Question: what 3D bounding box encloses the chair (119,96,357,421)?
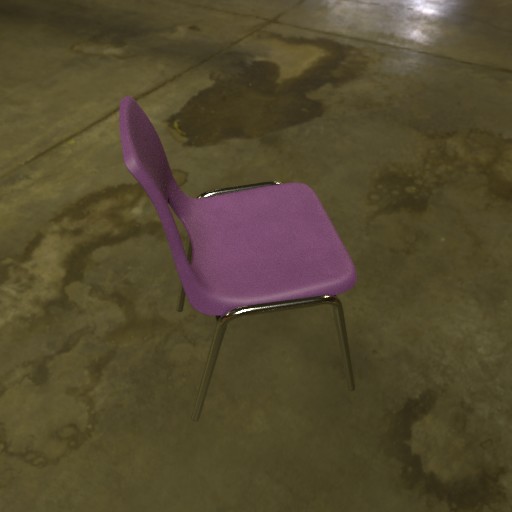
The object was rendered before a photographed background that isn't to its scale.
[{"bbox_3d":[0.000,0.000,0.966,0.432,0.704,0.381,-10,47,-9],"label":"chair"}]
